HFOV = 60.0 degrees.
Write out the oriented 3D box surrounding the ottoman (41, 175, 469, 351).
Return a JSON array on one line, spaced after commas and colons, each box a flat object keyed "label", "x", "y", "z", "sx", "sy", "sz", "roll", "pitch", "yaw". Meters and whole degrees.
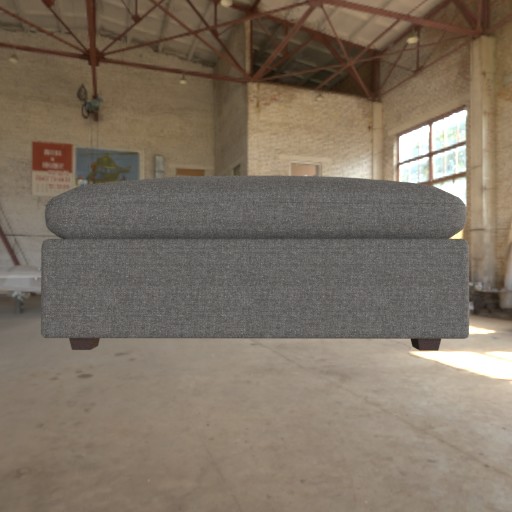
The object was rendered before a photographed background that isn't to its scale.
[{"label": "ottoman", "x": 0.000, "y": 0.000, "z": 1.412, "sx": 1.041, "sy": 0.483, "sz": 0.711, "roll": 0, "pitch": -1, "yaw": 1}]
